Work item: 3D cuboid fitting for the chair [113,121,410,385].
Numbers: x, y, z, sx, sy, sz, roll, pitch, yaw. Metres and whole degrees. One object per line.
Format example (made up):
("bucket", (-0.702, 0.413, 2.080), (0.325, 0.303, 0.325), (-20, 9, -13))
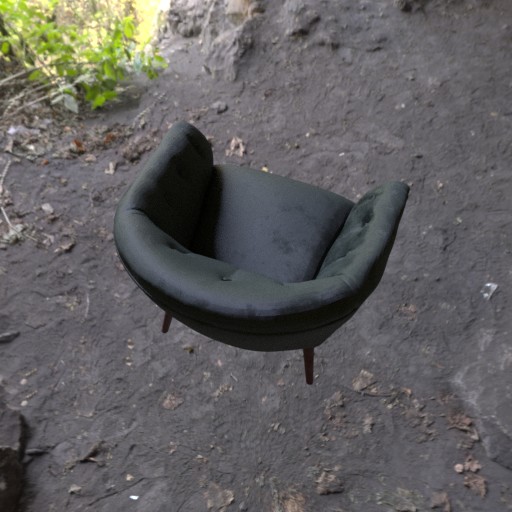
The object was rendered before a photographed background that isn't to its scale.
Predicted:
("chair", (0.000, 0.000, 1.543), (0.851, 0.885, 0.776), (18, 65, 8))
